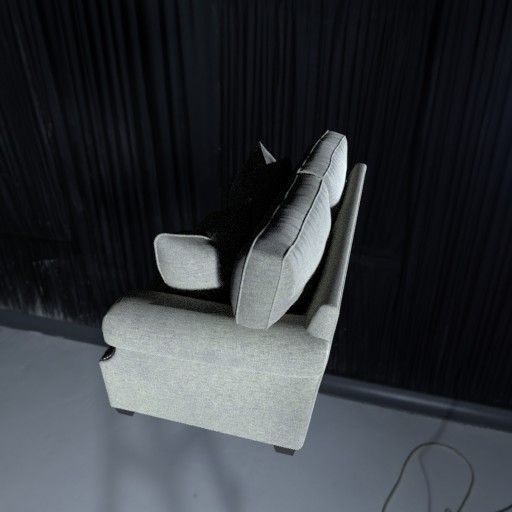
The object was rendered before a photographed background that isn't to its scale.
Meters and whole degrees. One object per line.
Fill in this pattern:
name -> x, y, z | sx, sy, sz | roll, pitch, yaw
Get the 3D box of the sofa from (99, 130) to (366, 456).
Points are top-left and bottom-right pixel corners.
sofa -> 0.000, 0.000, 2.293 | 0.966, 0.966, 1.701 | 8, 30, 13
